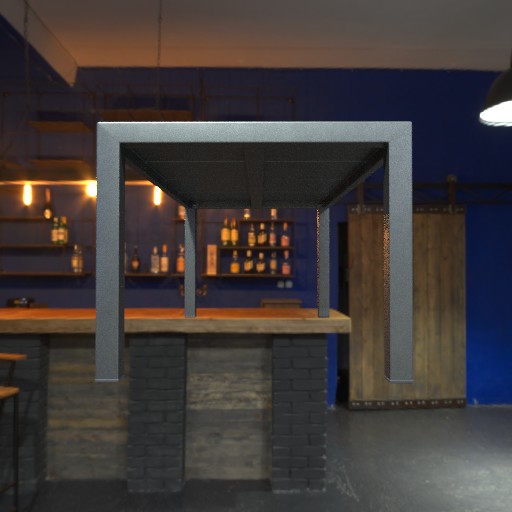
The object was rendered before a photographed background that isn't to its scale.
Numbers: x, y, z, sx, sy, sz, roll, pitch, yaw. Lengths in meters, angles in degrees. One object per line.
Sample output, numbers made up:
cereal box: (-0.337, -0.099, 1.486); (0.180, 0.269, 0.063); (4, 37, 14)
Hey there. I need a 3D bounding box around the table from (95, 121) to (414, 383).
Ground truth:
table: (0.000, 0.000, 1.260); (0.559, 0.460, 0.965); (0, -1, 0)
